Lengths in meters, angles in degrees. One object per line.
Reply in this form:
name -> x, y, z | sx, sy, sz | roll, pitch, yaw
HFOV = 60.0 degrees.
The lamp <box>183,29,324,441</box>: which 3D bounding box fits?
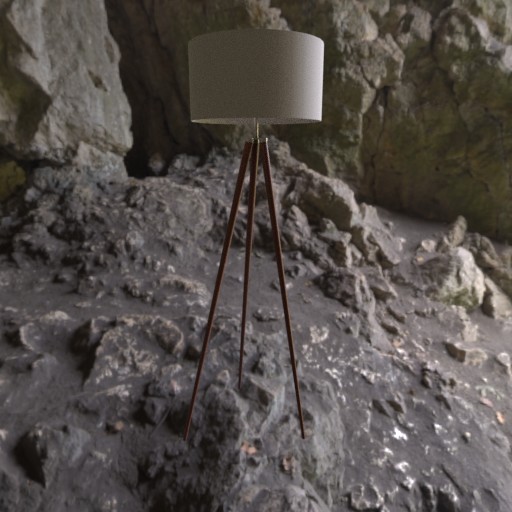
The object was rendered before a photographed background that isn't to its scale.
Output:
lamp -> 0.000, 0.000, 1.778 | 0.483, 1.553, 0.483 | 7, 16, 27
